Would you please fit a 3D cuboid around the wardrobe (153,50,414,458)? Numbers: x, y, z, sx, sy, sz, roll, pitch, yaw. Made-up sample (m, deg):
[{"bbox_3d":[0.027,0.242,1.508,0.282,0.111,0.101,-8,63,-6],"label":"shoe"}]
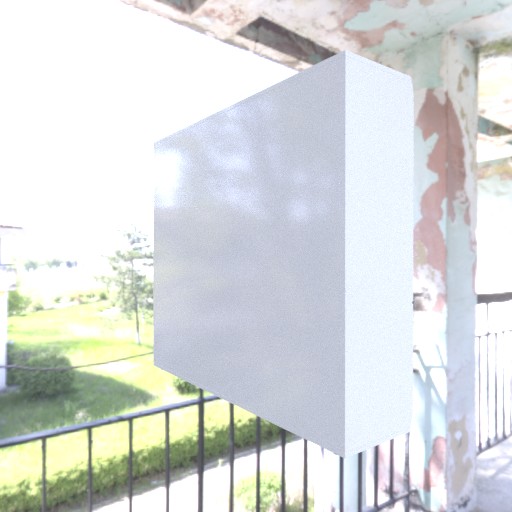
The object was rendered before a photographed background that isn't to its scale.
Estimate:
[{"bbox_3d":[0.000,0.000,1.929,0.360,1.200,1.340,0,0,-37],"label":"wardrobe"}]
